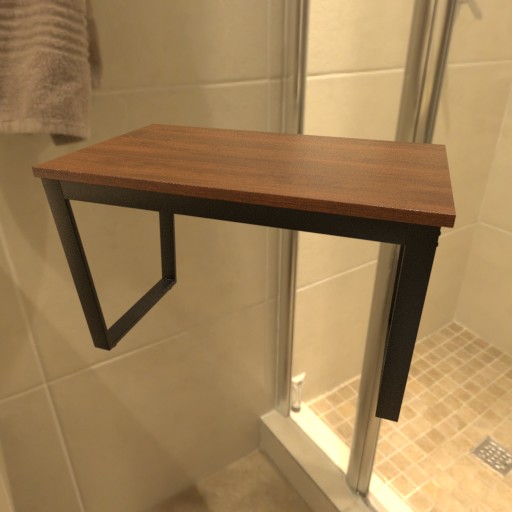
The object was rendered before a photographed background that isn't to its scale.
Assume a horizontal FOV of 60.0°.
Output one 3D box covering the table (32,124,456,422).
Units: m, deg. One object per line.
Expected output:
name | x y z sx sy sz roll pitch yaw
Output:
table | 0.000 0.000 1.653 1.205 0.760 0.714 9 29 17
